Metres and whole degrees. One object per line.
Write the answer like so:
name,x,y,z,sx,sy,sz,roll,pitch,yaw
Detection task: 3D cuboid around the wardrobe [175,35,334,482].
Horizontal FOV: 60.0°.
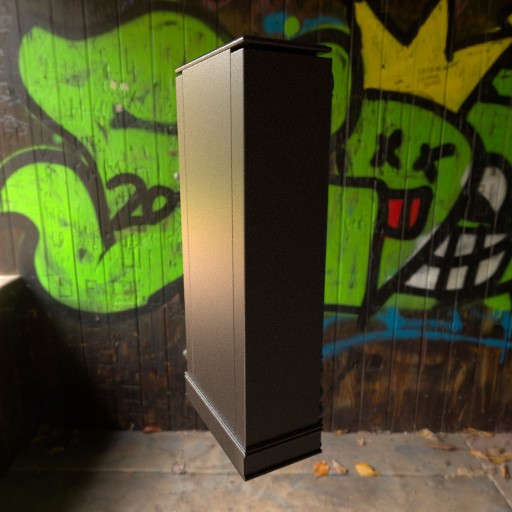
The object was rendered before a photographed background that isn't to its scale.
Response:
wardrobe,0.000,0.000,1.223,0.295,1.011,0.444,-7,15,-27
